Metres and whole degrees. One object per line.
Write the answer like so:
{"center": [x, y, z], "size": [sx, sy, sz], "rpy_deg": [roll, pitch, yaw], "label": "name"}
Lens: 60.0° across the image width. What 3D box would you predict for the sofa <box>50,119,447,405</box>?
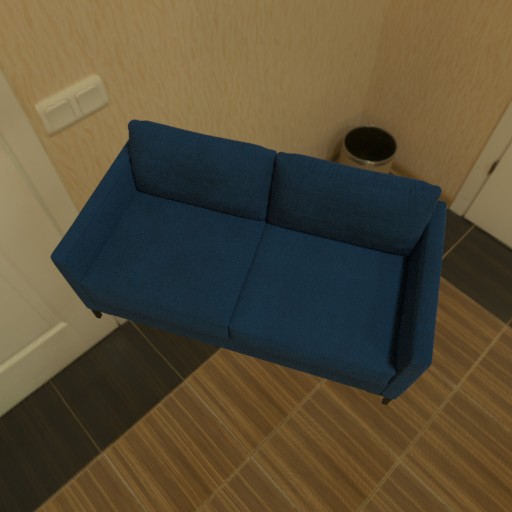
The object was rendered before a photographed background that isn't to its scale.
{"center": [0.000, 0.000, 2.196], "size": [1.676, 0.817, 0.875], "rpy_deg": [15, 59, 9], "label": "sofa"}
